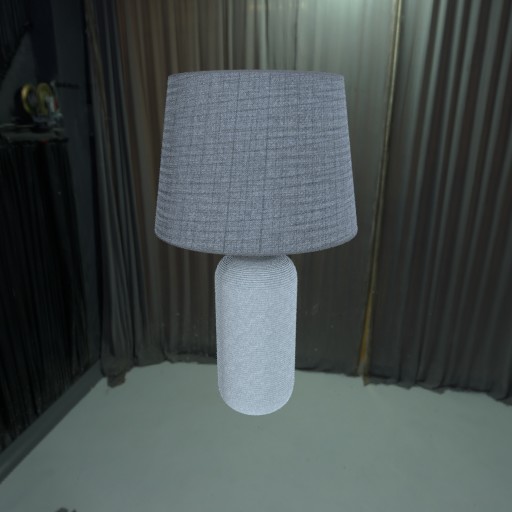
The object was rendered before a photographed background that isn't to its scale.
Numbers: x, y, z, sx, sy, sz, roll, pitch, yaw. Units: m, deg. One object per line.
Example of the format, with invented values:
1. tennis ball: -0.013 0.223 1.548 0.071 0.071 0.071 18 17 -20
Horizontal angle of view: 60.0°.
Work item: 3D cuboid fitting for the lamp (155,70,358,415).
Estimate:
1. lamp: 0.000 0.000 0.574 0.251 0.429 0.251 0 18 0
